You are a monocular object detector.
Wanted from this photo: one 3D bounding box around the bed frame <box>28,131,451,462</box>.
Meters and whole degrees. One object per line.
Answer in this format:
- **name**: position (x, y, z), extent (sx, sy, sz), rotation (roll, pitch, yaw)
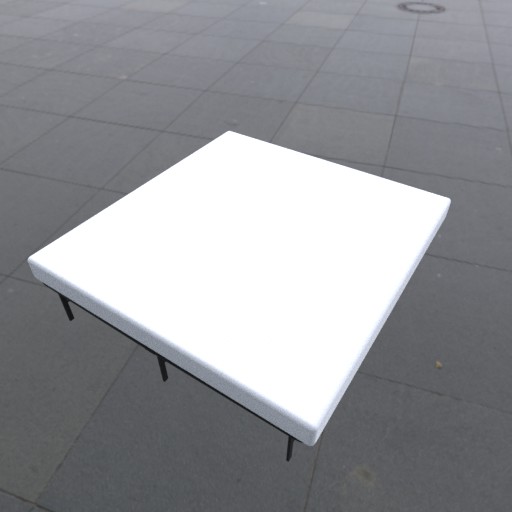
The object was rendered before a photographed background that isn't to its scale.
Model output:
- **bed frame**: position (0.000, 0.000, 3.022), extent (1.935, 0.525, 2.033), rotation (24, 47, 25)
